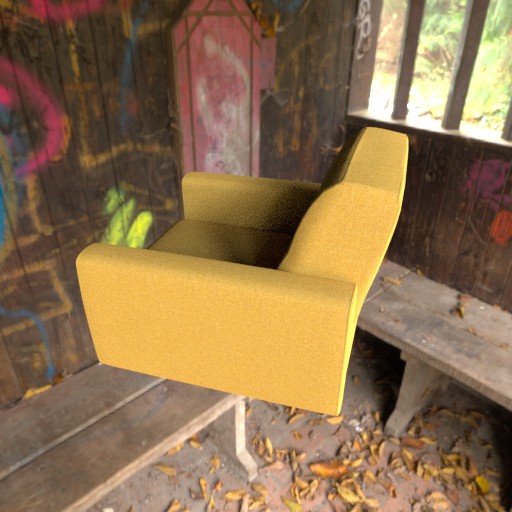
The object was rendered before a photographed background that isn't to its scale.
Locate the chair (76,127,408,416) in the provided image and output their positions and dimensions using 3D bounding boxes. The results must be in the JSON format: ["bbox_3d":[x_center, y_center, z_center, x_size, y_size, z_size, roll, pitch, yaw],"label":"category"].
[{"bbox_3d":[0.000,0.000,1.579,0.909,0.841,0.831,9,31,16],"label":"chair"}]
